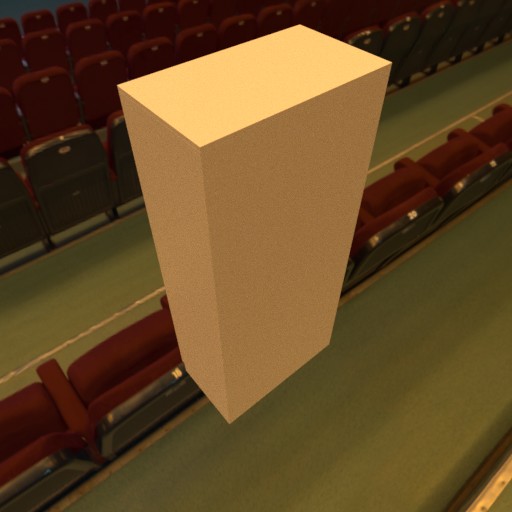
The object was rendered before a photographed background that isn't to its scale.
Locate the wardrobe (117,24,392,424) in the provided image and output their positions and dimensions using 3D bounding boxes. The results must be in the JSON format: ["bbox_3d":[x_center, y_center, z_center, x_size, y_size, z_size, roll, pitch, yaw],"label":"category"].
[{"bbox_3d":[0.000,0.000,2.015,0.760,1.700,0.470,-31,54,-26],"label":"wardrobe"}]
